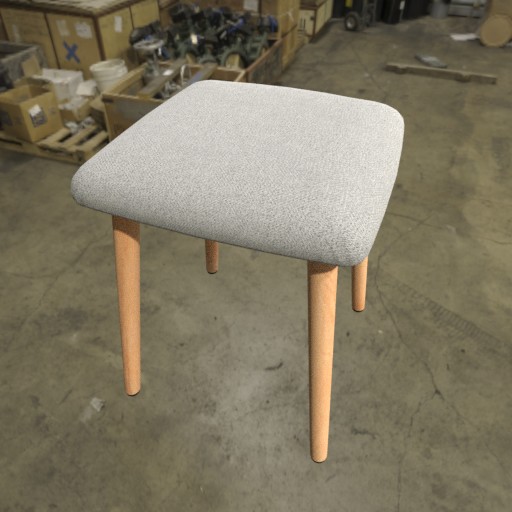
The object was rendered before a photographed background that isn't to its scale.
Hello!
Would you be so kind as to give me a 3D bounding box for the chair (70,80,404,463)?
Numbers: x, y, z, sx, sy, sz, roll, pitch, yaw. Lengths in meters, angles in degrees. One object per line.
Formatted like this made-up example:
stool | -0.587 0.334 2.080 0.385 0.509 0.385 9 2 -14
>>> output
chair | 0.000 0.000 0.677 0.350 0.440 0.350 14 42 15
